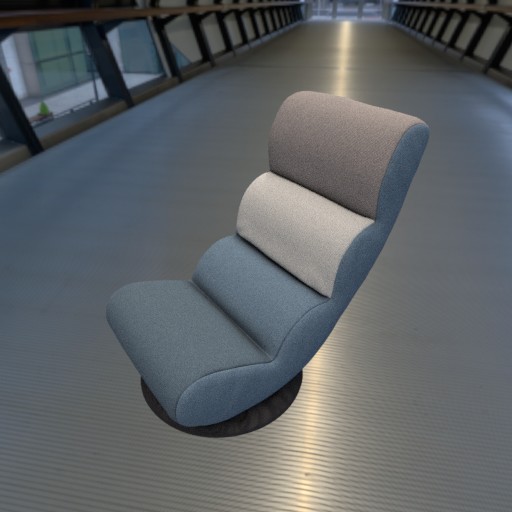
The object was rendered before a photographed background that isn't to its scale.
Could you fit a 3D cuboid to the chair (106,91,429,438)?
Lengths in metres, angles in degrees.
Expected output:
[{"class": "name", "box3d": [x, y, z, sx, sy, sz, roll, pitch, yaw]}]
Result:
[{"class": "chair", "box3d": [0.000, 0.000, 1.052, 0.661, 0.641, 0.420, -20, 36, -30]}]
